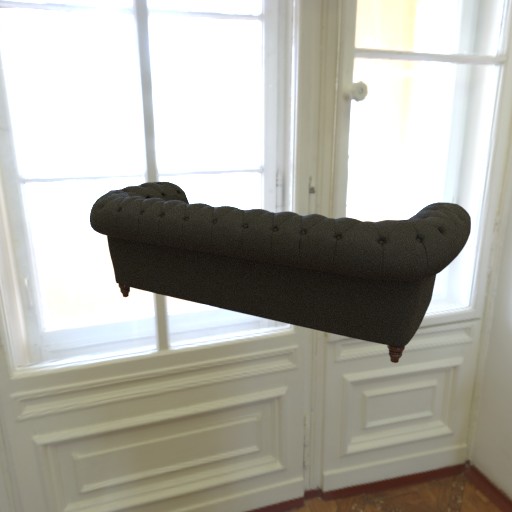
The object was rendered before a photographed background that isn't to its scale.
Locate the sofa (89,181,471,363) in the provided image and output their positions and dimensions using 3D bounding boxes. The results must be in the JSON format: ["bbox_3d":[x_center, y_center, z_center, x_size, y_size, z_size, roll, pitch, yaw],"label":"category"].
[{"bbox_3d":[0.000,0.000,2.799,2.362,0.762,0.991,9,19,27],"label":"sofa"}]
